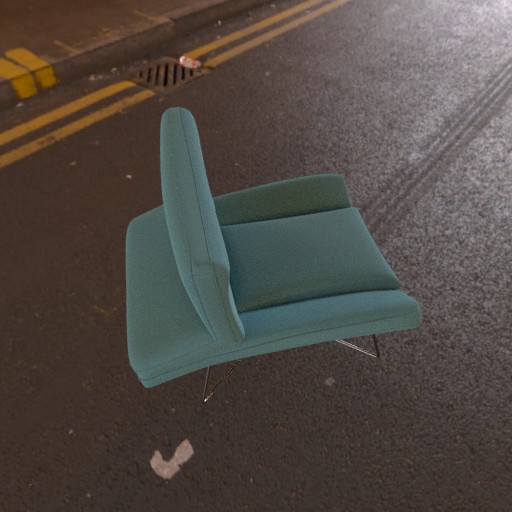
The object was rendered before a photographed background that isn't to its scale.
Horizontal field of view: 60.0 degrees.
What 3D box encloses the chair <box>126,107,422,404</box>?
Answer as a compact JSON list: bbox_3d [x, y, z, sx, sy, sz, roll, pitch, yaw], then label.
[{"bbox_3d":[0.000,0.000,1.695,1.008,0.855,0.859,-9,47,-8],"label":"chair"}]
